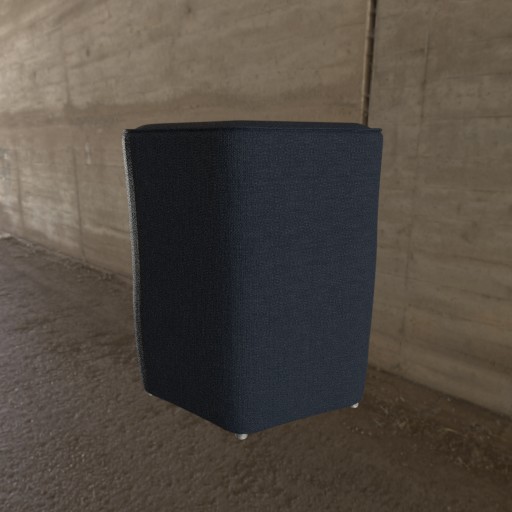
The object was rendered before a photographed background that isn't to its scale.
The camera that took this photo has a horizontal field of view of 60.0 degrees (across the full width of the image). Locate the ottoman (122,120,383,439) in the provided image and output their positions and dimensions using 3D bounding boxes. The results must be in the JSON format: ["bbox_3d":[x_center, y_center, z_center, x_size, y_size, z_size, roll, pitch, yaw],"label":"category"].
[{"bbox_3d":[0.000,0.000,0.894,0.454,0.505,0.492,2,14,10],"label":"ottoman"}]
